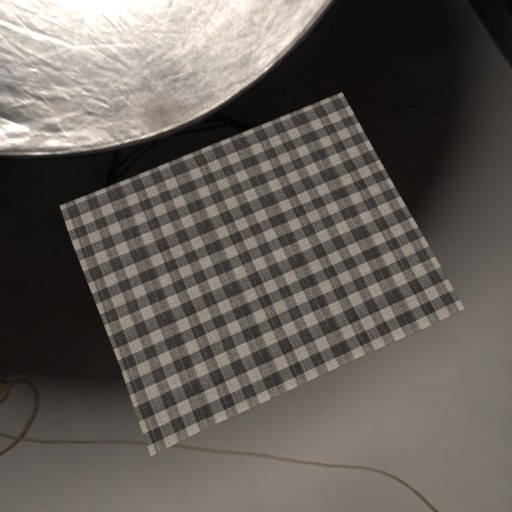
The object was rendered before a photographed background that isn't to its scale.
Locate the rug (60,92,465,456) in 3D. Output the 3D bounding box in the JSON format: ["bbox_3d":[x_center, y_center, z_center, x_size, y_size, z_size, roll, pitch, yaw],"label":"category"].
[{"bbox_3d":[0.000,0.000,4.100,3.021,0.013,2.432,-23,77,-6],"label":"rug"}]
